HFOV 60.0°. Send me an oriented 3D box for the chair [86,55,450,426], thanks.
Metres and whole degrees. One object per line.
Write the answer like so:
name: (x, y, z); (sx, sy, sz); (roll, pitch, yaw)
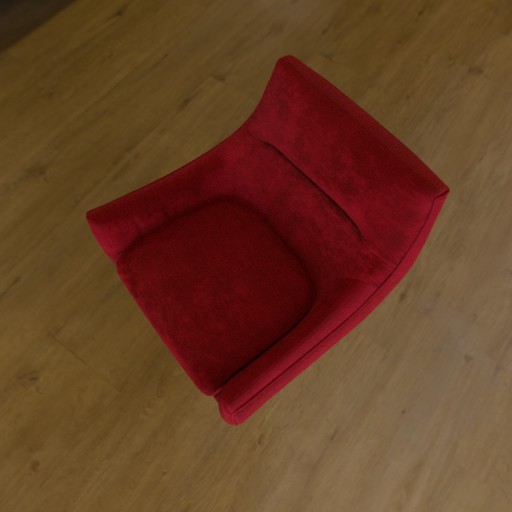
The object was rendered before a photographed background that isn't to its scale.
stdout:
chair: (0.000, 0.000, 1.449); (0.787, 0.838, 0.762); (-35, 68, -16)
